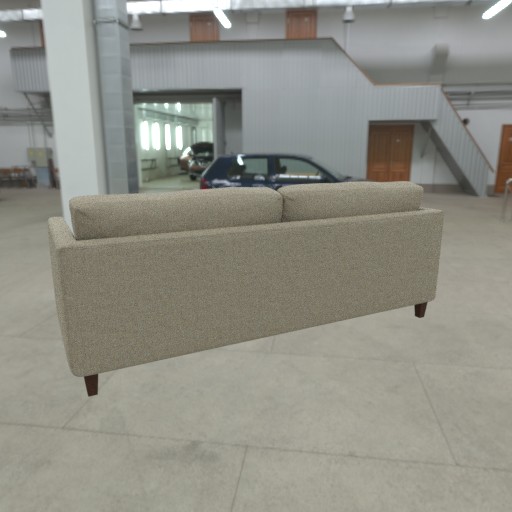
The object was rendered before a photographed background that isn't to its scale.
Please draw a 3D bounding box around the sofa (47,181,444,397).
[{"bbox_3d":[0.000,0.000,2.925,2.434,0.965,0.951,-7,16,-26],"label":"sofa"}]
